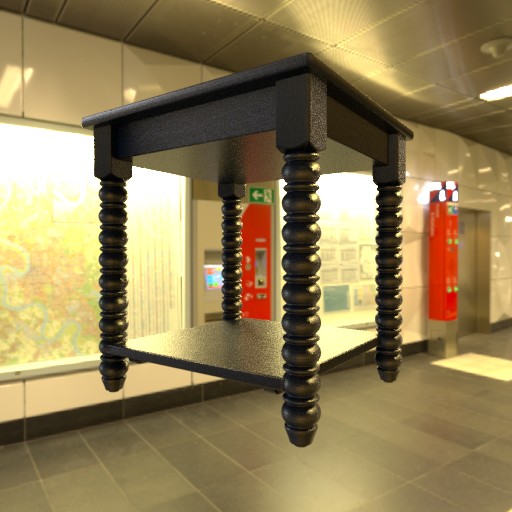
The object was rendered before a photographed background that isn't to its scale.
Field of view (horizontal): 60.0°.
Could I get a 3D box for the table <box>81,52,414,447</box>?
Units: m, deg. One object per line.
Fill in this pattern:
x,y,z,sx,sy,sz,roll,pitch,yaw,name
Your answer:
0.000,0.000,0.962,0.533,0.567,0.500,0,1,35,table
